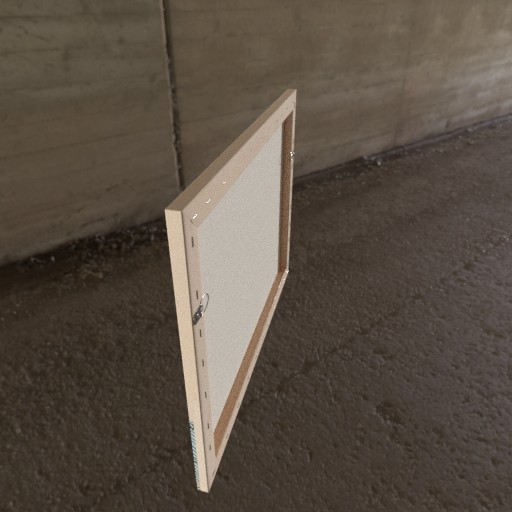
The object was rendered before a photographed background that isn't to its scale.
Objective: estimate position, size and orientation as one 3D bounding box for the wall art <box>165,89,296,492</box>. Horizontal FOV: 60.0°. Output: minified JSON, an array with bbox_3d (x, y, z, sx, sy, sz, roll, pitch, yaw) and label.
[{"bbox_3d":[0.000,0.000,1.577,0.042,0.912,1.219,8,32,12],"label":"wall art"}]
